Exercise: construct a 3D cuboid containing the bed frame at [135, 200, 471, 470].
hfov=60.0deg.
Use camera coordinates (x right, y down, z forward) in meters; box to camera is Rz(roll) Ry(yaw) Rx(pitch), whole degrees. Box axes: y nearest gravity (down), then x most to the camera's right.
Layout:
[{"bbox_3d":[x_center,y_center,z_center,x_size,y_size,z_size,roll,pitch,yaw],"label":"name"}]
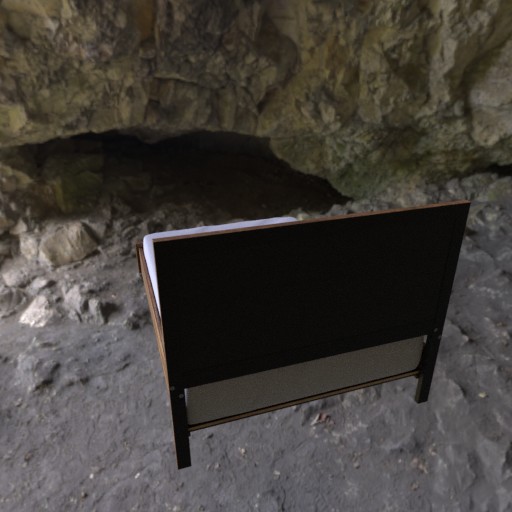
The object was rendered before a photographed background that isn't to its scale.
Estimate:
[{"bbox_3d":[0.000,0.000,3.431,1.696,1.417,2.276,-8,27,-17],"label":"bed frame"}]
